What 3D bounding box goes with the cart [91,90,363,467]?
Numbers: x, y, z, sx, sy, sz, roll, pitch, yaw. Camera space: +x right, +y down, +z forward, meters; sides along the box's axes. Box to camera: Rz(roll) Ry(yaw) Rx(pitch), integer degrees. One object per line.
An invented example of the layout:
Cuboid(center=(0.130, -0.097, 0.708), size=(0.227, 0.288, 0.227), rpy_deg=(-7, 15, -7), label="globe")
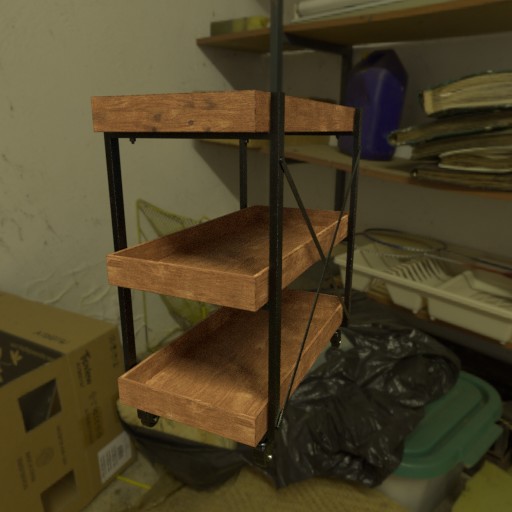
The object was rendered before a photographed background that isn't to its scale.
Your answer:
Cuboid(center=(0.000, 0.000, 1.231), size=(0.411, 0.800, 0.750), rpy_deg=(7, 17, 24), label="cart")
